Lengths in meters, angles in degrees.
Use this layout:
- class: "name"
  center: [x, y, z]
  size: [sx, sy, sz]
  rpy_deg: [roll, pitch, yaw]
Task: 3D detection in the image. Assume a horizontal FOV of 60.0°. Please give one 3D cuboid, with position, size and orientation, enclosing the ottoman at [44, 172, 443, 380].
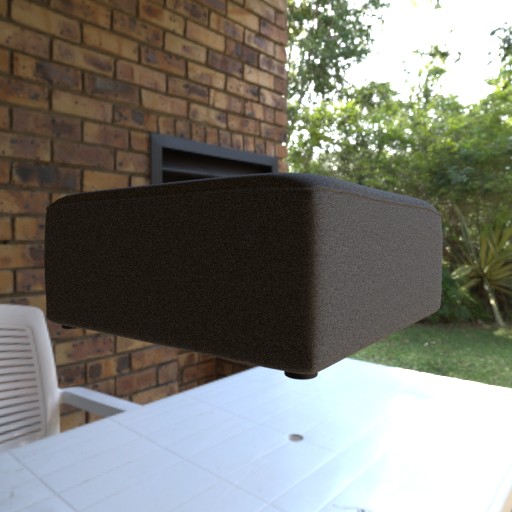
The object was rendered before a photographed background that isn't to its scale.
- class: "ottoman"
  center: [0.000, 0.000, 1.555]
  size: [1.015, 0.464, 1.005]
  rpy_deg: [2, 3, 36]
